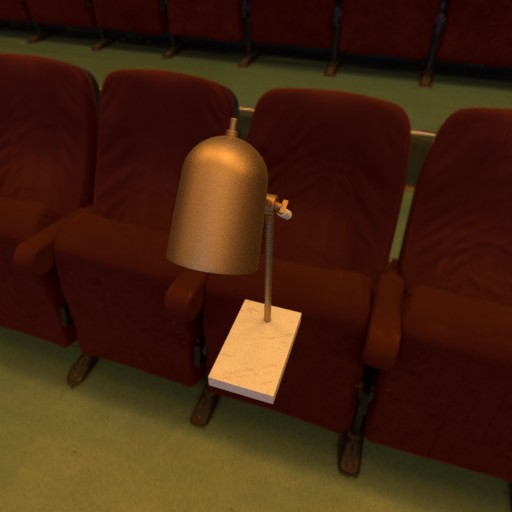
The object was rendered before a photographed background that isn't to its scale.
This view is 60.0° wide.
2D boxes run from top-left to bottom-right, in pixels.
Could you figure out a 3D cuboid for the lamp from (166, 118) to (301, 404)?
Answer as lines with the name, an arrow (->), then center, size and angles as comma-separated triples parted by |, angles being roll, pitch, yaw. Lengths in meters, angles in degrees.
lamp -> 0.000, 0.000, 0.814 | 0.144, 0.603, 0.471 | 12, 42, 14
